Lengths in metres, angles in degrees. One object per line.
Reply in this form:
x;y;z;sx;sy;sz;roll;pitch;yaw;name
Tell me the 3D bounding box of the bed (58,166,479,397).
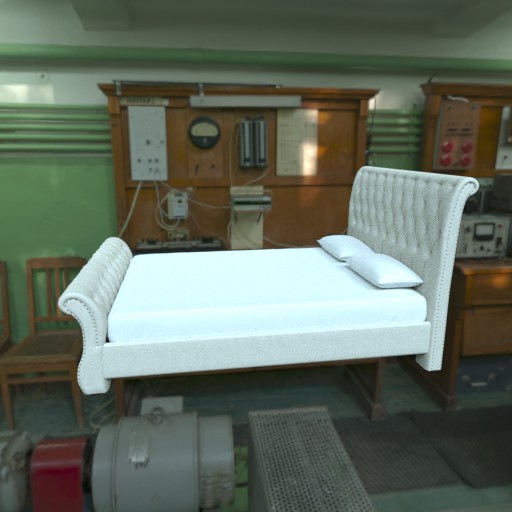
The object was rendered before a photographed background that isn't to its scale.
0.000;0.000;3.398;2.493;1.268;1.606;-2;14;-9;bed
